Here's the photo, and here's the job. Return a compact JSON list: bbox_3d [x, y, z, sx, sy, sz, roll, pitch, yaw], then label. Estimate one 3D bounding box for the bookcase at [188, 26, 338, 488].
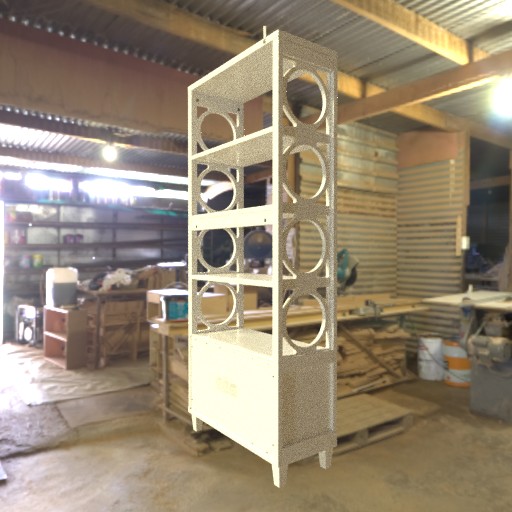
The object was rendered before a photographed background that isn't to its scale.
[{"bbox_3d":[0.000,0.000,2.153,0.361,1.869,0.761,0,1,-36],"label":"bookcase"}]
